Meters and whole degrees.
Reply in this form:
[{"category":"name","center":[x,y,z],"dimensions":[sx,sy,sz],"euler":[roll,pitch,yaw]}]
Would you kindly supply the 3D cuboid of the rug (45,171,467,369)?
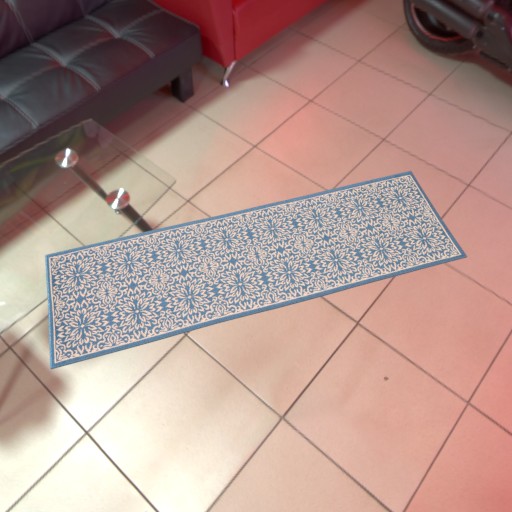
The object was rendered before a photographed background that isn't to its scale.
[{"category":"rug","center":[0.000,0.000,2.405],"dimensions":[2.196,0.011,0.662],"euler":[-14,58,-9]}]
